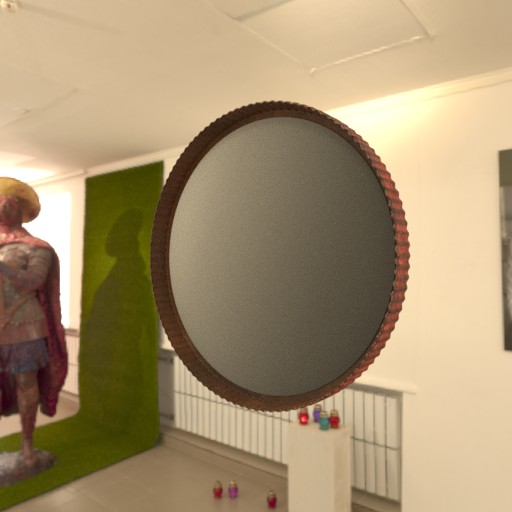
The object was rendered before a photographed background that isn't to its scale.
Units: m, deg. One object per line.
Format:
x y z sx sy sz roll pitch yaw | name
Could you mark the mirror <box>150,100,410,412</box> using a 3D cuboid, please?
0.000 0.000 0.902 0.609 0.609 0.056 -1 -1 38 | mirror
